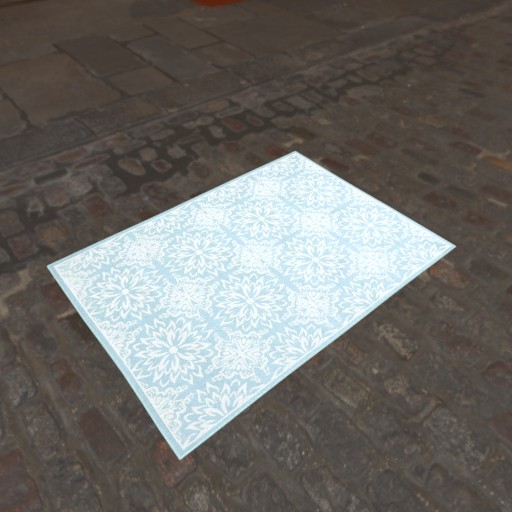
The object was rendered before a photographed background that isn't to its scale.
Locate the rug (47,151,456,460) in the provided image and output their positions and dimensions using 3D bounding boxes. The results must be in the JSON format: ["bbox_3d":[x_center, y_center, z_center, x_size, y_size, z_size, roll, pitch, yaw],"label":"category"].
[{"bbox_3d":[0.000,0.000,2.932,2.205,0.014,1.589,-30,52,-27],"label":"rug"}]
